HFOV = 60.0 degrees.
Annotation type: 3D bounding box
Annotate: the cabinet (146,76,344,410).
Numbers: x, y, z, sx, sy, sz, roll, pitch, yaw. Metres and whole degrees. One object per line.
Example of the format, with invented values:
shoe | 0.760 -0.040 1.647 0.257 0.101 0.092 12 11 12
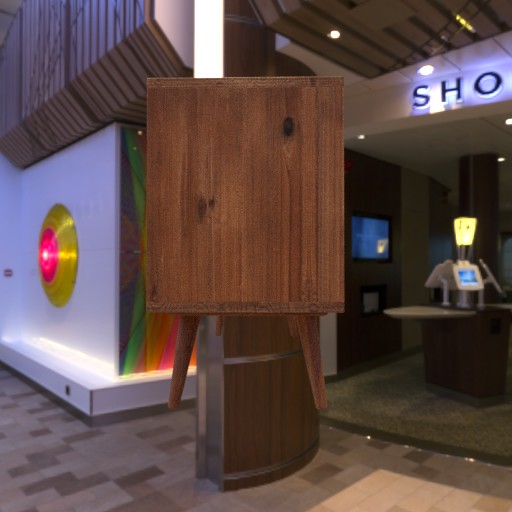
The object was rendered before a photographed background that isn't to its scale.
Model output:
cabinet | 0.000 0.000 1.705 0.472 0.800 1.400 0 -1 1
